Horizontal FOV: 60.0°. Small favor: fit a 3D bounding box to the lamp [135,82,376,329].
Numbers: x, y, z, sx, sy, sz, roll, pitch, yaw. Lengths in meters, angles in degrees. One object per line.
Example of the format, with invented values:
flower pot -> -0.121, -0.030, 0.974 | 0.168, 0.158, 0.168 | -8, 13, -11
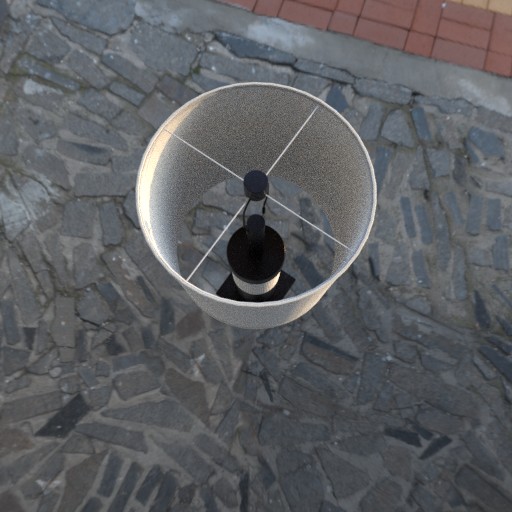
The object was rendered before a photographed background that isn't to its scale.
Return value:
lamp -> 0.000, 0.000, 0.620 | 0.211, 0.509, 0.211 | 34, 78, 8
